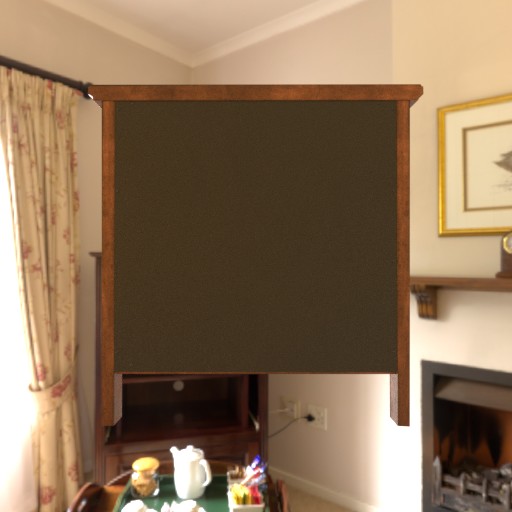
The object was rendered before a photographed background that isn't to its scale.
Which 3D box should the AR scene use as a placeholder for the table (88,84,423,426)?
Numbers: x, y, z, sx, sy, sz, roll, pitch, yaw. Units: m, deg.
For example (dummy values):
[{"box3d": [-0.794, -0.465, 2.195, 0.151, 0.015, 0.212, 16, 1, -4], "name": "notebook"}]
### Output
[{"box3d": [0.000, 0.000, 1.001, 0.586, 0.597, 0.461, 0, -1, 0], "name": "table"}]
